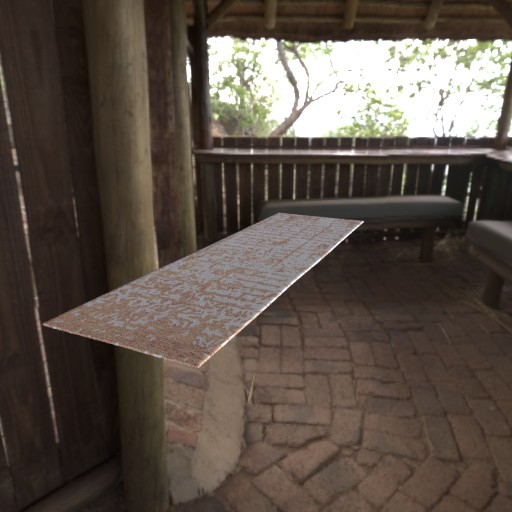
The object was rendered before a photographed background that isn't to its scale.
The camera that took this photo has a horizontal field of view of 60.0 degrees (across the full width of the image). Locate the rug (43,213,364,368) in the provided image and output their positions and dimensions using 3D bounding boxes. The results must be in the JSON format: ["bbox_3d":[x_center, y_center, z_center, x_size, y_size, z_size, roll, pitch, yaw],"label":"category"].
[{"bbox_3d":[0.000,0.000,2.688,0.750,0.011,2.435,8,19,25],"label":"rug"}]
